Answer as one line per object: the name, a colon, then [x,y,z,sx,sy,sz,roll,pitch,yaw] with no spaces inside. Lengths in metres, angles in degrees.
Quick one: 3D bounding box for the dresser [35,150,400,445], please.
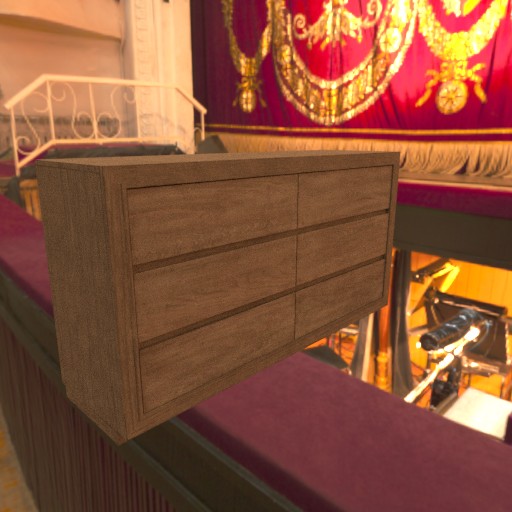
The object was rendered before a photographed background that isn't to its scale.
dresser: [0.000,0.000,1.997,0.483,0.889,1.628,14,21,43]
